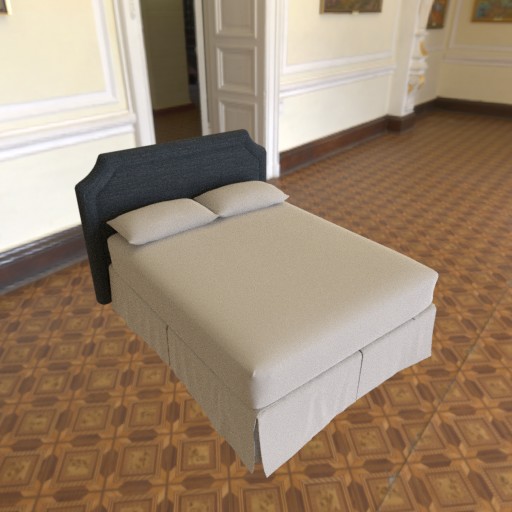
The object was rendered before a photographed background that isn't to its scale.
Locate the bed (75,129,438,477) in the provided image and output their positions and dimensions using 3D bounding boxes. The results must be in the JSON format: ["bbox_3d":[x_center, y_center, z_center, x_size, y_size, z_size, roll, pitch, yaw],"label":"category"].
[{"bbox_3d":[0.000,0.000,3.291,1.828,1.297,2.208,-20,35,-32],"label":"bed"}]
